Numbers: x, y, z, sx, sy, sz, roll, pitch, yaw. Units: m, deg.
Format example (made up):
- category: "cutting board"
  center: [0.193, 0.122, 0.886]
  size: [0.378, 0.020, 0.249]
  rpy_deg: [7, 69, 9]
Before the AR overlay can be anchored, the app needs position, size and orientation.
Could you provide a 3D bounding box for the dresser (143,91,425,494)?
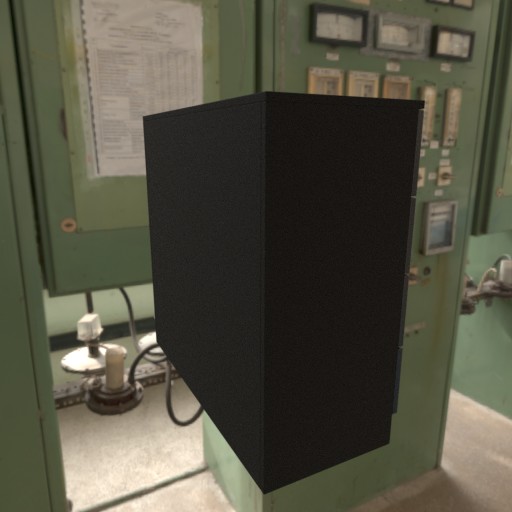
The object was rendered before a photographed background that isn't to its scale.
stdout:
- category: "dresser"
  center: [0.000, 0.000, 1.151]
  size: [0.360, 0.720, 0.750]
  rpy_deg: [-7, 16, -27]
